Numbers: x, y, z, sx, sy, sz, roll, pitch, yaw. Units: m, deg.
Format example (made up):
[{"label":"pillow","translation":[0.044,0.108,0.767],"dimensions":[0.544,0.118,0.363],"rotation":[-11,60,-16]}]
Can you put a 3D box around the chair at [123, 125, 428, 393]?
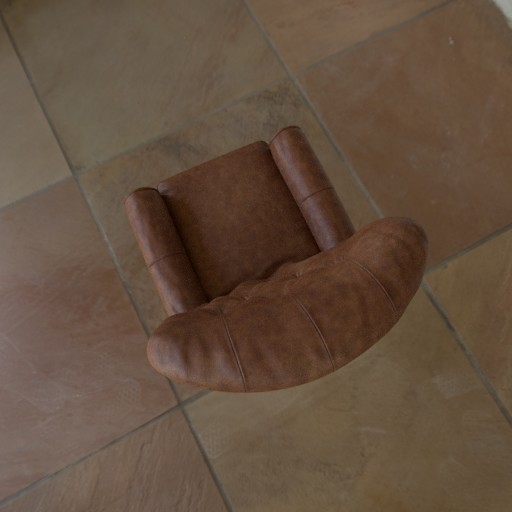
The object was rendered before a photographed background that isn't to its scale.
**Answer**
[{"label":"chair","translation":[0.000,0.000,1.886],"dimensions":[0.951,1.164,1.059],"rotation":[-24,77,-6]}]
